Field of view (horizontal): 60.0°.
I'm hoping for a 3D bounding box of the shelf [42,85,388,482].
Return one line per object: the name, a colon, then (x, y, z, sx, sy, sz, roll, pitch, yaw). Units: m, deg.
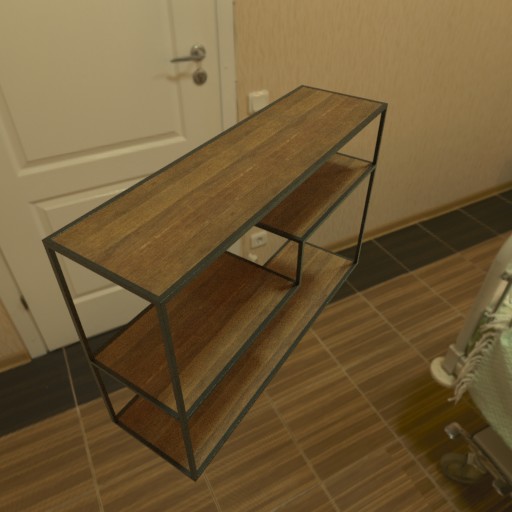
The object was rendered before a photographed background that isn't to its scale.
shelf: (0.000, 0.000, 1.539, 0.361, 0.765, 1.201, 23, 45, 25)
